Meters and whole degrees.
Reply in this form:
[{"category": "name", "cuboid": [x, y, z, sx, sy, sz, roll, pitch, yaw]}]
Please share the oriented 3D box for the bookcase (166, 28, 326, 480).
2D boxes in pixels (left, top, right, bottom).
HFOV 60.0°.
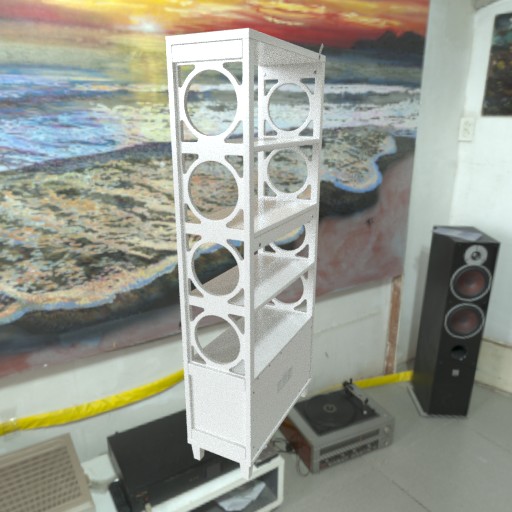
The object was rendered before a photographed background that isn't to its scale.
[{"category": "bookcase", "cuboid": [0.000, 0.000, 2.080, 0.361, 1.869, 0.761, 9, 19, 26]}]
